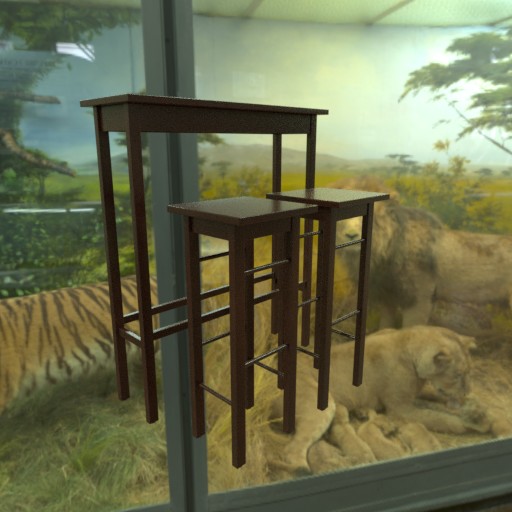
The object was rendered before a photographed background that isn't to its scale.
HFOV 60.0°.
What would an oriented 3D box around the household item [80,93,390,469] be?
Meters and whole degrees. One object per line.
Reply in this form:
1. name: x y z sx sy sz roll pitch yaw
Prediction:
1. household item: 0.000 0.000 1.626 0.914 1.067 0.676 -14 20 -43
